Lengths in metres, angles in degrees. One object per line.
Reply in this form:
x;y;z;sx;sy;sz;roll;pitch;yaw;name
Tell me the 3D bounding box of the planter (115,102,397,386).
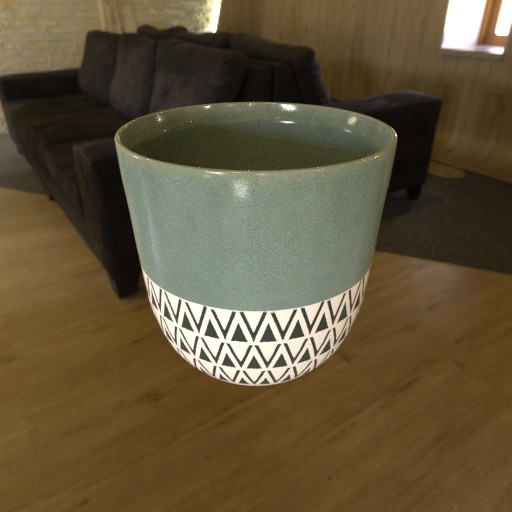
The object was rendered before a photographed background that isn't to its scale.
0.000;0.000;0.374;0.198;0.214;0.198;0;29;0;planter
